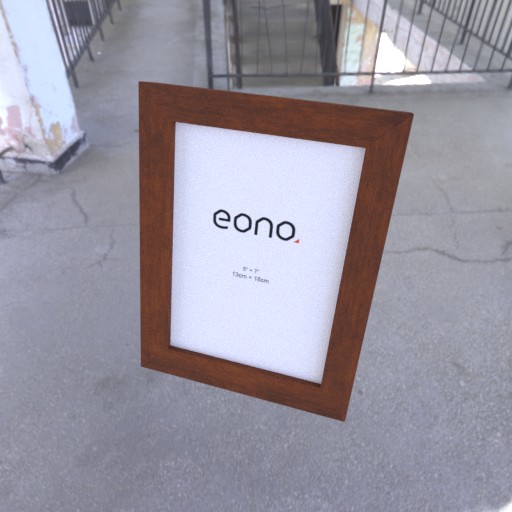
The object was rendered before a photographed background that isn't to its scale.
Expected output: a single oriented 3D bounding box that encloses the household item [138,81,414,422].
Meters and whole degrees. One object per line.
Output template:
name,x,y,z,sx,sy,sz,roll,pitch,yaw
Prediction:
household item,0.000,0.000,0.301,0.160,0.204,0.096,11,43,13
